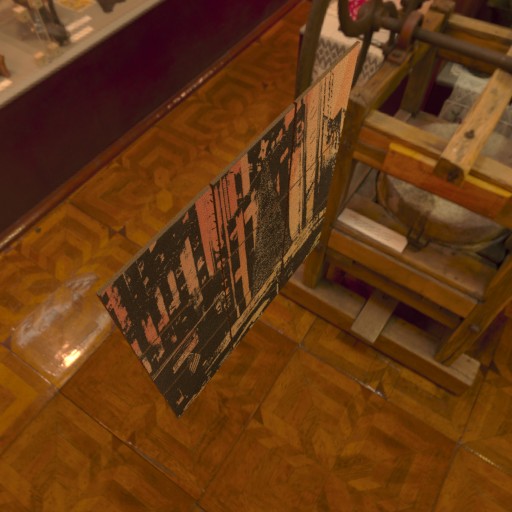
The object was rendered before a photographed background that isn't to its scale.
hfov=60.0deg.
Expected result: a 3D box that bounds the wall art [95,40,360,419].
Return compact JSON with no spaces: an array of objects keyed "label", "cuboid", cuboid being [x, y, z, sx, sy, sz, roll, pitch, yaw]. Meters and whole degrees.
[{"label":"wall art","cuboid":[0.000,0.000,1.340,0.010,0.917,0.919,31,62,18]}]
